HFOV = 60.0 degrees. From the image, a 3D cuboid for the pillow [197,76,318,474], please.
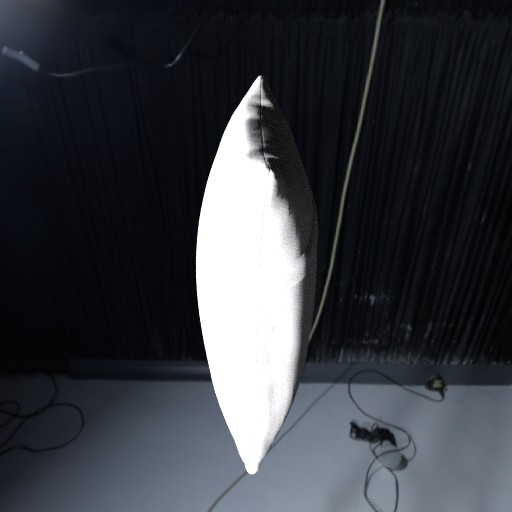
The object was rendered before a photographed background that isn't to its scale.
[{"bbox_3d":[0.000,0.000,0.666,0.173,0.436,0.433,0,32,0],"label":"pillow"}]
